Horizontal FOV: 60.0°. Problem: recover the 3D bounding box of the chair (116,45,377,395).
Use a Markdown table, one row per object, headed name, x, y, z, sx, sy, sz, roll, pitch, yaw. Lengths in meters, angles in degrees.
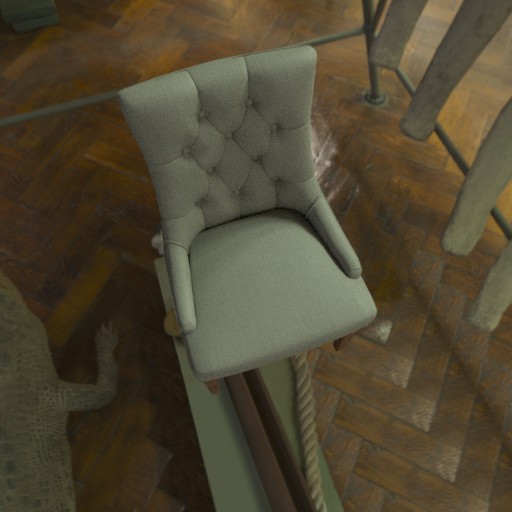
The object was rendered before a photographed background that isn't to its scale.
| name | x | y | z | sx | sy | sz | roll | pitch | yaw |
| --- | --- | --- | --- | --- | --- | --- | --- | --- | --- |
| chair | 0.000 | 0.000 | 1.223 | 0.509 | 0.874 | 0.565 | -17 | 66 | -8 |
